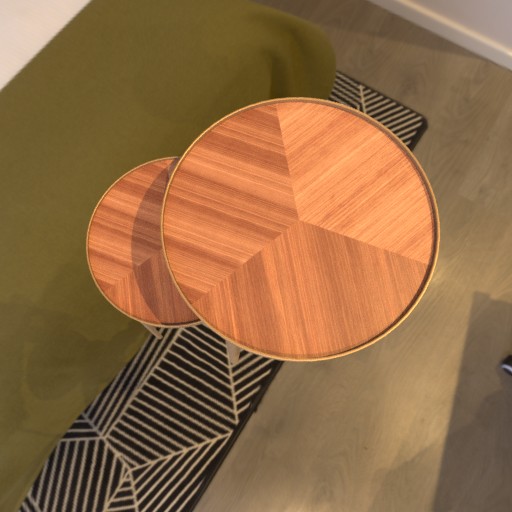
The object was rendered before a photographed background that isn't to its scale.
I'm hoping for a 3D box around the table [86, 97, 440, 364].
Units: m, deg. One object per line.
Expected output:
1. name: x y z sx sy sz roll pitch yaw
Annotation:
1. table: 0.000 0.000 1.111 0.751 0.555 0.532 2 74 0
